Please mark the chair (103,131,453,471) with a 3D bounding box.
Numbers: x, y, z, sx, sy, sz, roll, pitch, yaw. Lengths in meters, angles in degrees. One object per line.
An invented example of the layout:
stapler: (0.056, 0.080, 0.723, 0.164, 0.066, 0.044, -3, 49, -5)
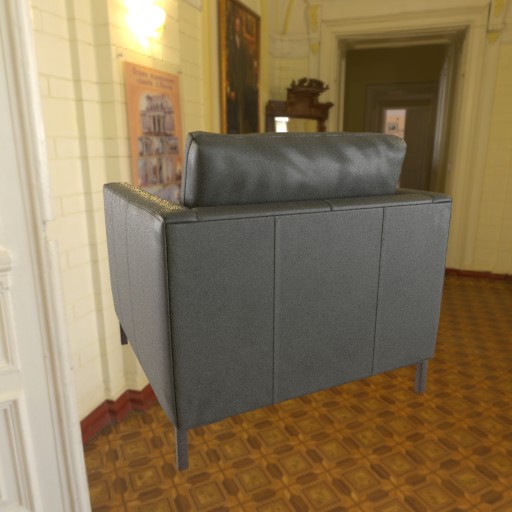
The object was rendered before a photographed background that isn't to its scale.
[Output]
chair: (0.000, 0.000, 1.474, 0.967, 0.824, 0.861, -7, 16, -25)
